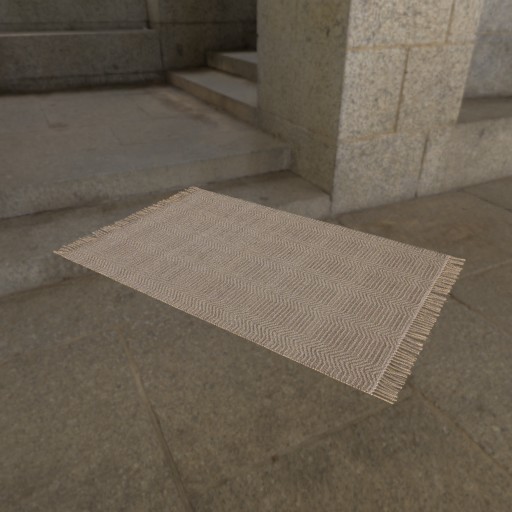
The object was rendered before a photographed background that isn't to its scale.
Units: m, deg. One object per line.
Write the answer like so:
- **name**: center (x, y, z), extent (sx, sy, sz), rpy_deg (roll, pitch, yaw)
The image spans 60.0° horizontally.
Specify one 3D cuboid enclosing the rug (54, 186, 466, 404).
- **rug**: center (0.000, 0.000, 3.137), extent (2.523, 0.034, 1.528), rpy_deg (19, 35, 29)
